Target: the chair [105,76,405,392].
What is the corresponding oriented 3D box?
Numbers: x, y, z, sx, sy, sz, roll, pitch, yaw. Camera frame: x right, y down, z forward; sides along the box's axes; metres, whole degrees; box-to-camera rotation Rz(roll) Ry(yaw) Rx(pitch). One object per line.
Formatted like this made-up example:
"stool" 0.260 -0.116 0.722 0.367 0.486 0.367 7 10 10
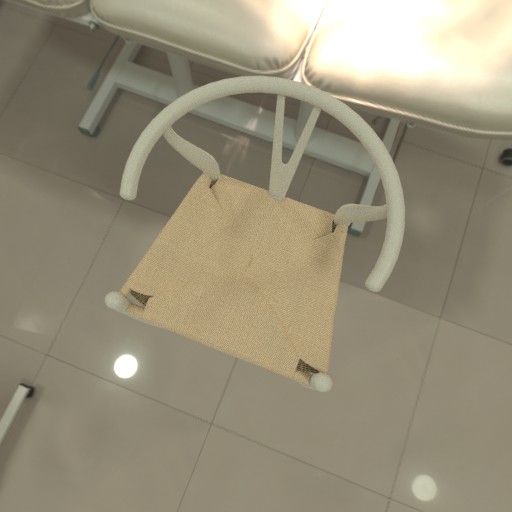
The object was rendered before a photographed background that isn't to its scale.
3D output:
"chair" 0.000 0.000 1.103 0.533 0.736 0.500 20 76 5
